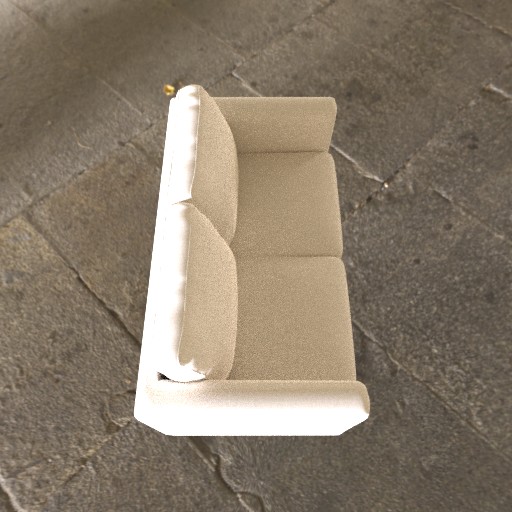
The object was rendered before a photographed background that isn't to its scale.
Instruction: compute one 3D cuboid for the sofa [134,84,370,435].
[{"bbox_3d":[0.000,0.000,1.957,0.796,0.908,1.430,0,63,0],"label":"sofa"}]
